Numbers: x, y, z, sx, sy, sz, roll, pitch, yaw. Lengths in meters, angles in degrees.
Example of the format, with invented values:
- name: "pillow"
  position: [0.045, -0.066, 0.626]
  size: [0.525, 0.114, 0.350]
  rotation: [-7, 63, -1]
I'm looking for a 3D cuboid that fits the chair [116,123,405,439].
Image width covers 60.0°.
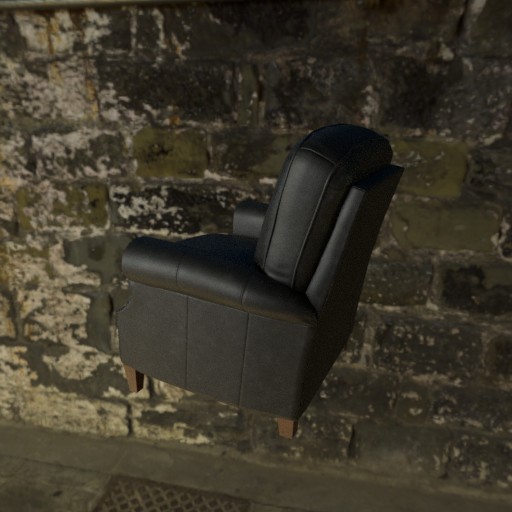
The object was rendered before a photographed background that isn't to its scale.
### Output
- name: "chair"
  position: [0.000, 0.000, 1.772]
  size: [0.986, 1.018, 0.936]
  rotation: [8, 19, 25]
